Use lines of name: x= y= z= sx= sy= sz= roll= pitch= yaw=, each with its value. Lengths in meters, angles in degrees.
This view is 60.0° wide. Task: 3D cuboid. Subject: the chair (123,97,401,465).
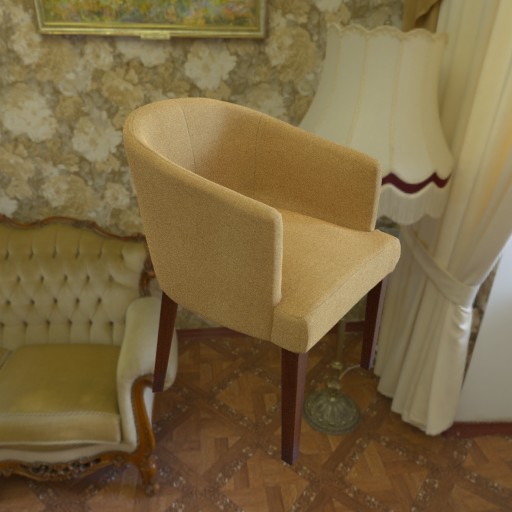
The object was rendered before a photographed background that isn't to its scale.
chair: x=0.000 y=0.000 z=1.266 sx=0.655 sy=0.811 sz=0.583 roll=18 pitch=31 yaw=33
